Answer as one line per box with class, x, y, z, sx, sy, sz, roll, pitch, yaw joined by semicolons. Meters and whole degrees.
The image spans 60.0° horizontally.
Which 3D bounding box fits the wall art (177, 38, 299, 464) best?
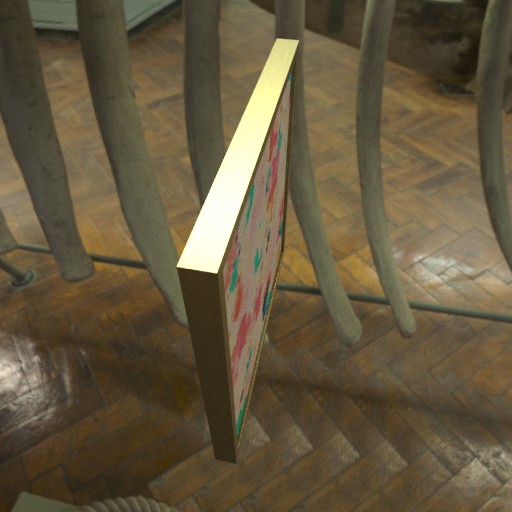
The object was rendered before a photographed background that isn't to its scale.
wall art;0.000;0.000;0.747;0.037;0.509;0.510;9;48;8
